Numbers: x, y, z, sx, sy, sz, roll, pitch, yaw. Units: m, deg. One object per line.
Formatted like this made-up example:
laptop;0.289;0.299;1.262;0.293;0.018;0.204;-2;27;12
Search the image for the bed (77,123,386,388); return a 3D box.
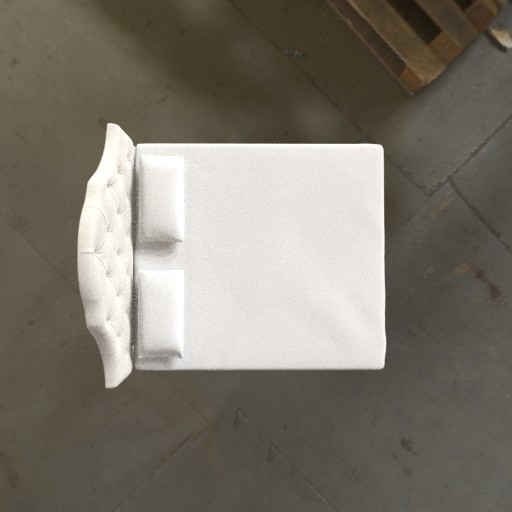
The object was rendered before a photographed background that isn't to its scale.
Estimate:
bed;0.000;0.000;3.533;2.214;1.615;2.008;0;89;-1
